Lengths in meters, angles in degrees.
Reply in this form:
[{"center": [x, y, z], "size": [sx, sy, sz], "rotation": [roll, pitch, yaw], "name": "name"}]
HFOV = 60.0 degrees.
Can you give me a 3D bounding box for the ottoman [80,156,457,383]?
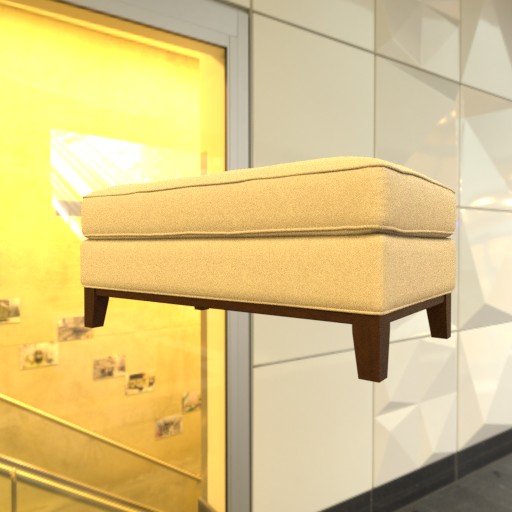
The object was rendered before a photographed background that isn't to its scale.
[{"center": [0.000, 0.000, 1.487], "size": [1.143, 0.508, 0.648], "rotation": [1, 1, 37], "name": "ottoman"}]
